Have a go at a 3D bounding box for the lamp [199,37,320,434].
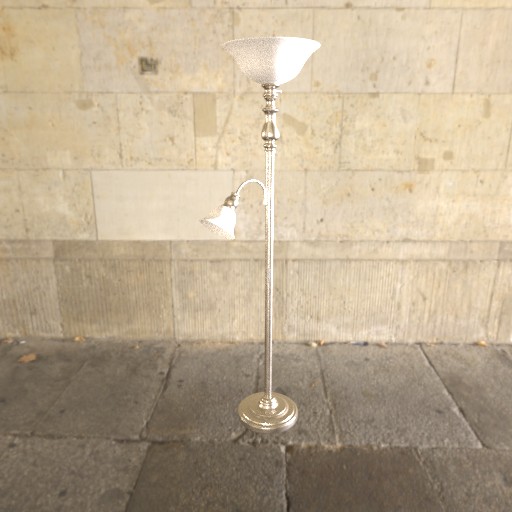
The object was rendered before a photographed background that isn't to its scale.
[{"bbox_3d":[0.000,0.000,2.039,0.575,1.785,0.405,-15,22,-41],"label":"lamp"}]
